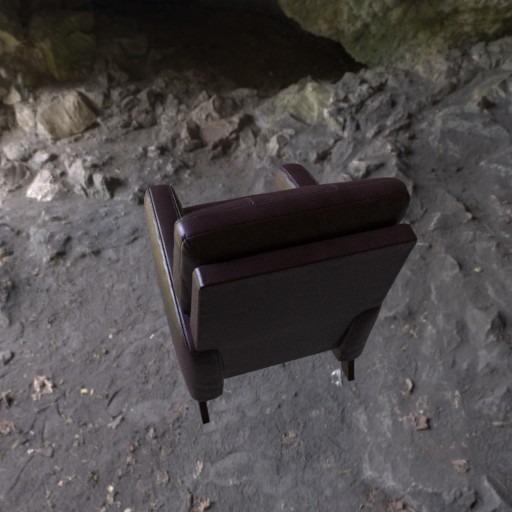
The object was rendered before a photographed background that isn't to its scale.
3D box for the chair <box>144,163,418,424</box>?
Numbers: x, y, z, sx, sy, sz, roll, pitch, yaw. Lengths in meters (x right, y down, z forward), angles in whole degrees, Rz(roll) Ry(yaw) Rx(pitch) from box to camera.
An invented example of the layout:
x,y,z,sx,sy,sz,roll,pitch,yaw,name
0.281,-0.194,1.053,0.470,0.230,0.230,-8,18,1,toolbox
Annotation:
x,y,z,sx,sy,sz,roll,pitch,yaw,name
0.000,0.000,1.719,0.762,0.990,0.990,-12,43,-13,chair
